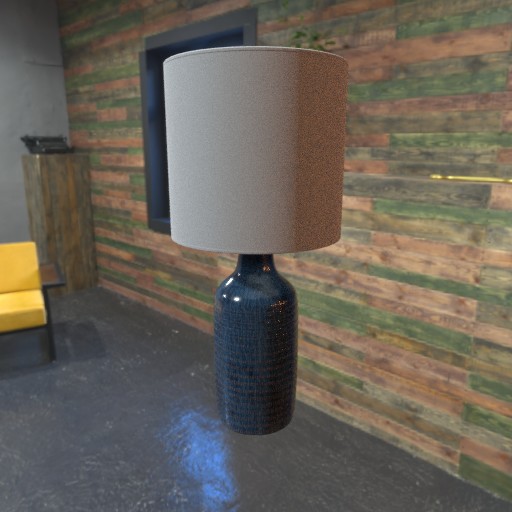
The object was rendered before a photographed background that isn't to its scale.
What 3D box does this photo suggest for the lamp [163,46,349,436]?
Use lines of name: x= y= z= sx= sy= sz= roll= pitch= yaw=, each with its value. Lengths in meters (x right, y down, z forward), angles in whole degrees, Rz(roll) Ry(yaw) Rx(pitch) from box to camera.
lamp: x=0.000 y=0.000 z=0.595 sx=0.220 sy=0.475 sz=0.220 roll=13 pitch=19 yaw=43
